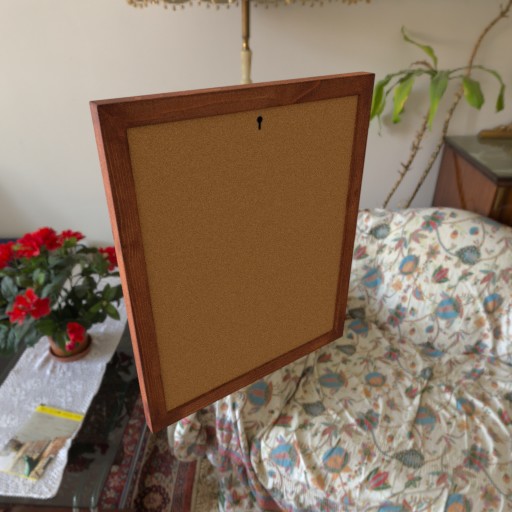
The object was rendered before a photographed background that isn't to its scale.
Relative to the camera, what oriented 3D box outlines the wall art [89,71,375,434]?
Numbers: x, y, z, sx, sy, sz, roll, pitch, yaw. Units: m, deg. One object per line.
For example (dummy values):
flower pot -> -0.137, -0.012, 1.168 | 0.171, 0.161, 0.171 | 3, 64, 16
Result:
wall art -> 0.000, 0.000, 0.766 | 0.462, 0.558, 0.030 | -19, 35, -30
